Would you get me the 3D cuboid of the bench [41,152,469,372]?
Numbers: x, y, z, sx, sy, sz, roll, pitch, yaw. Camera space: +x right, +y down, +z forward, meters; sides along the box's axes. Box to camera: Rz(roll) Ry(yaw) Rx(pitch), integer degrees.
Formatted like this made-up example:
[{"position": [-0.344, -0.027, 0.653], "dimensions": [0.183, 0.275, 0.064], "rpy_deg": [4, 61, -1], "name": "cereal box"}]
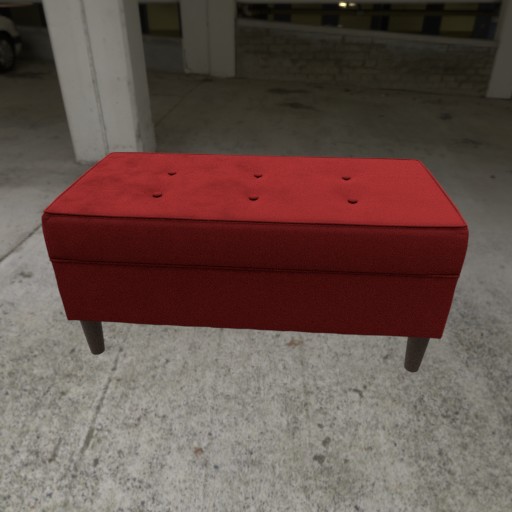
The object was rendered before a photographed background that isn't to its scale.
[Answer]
[{"position": [0.000, 0.000, 1.327], "dimensions": [1.016, 0.471, 0.492], "rpy_deg": [2, 31, 4], "name": "bench"}]
